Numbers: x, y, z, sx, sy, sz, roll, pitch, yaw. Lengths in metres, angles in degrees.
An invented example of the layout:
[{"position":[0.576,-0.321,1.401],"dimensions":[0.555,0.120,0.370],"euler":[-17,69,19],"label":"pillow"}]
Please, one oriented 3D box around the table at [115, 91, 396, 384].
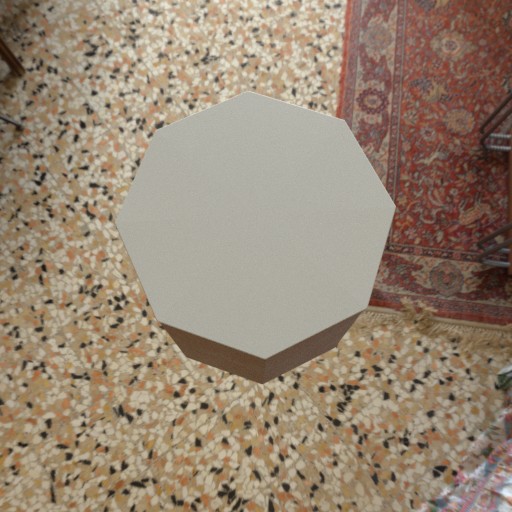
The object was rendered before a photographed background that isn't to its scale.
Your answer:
[{"position":[0.000,0.000,0.805],"dimensions":[0.439,0.457,0.439],"euler":[-27,78,-6],"label":"table"}]
